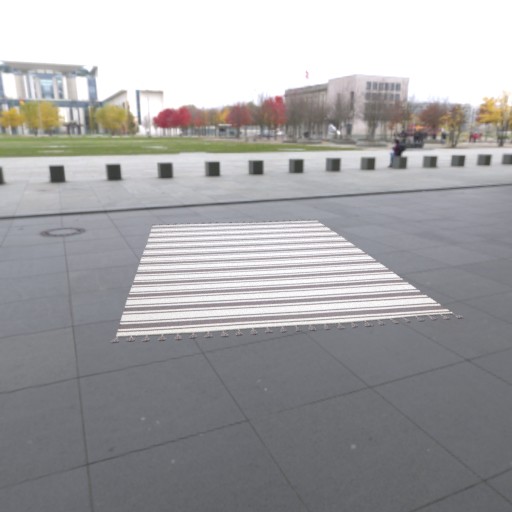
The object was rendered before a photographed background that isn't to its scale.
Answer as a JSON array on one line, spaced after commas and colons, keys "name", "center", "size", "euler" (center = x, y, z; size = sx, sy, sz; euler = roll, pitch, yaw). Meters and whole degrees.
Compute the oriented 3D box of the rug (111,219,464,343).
[{"name": "rug", "center": [0.000, 0.000, 3.044], "size": [1.563, 0.014, 2.425], "euler": [-2, 16, -8]}]
